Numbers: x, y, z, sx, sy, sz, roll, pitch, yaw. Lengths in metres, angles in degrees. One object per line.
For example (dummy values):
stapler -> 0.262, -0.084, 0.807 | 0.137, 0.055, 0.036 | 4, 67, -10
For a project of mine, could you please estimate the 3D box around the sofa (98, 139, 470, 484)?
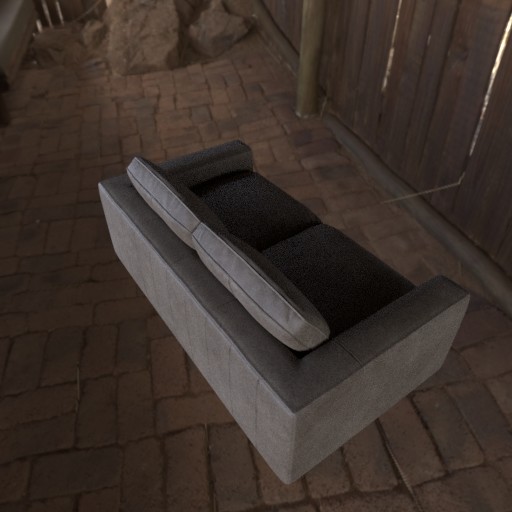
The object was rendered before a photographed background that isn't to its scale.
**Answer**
sofa -> 0.000, 0.000, 2.448 | 1.070, 0.800, 1.920 | -25, 46, -26
